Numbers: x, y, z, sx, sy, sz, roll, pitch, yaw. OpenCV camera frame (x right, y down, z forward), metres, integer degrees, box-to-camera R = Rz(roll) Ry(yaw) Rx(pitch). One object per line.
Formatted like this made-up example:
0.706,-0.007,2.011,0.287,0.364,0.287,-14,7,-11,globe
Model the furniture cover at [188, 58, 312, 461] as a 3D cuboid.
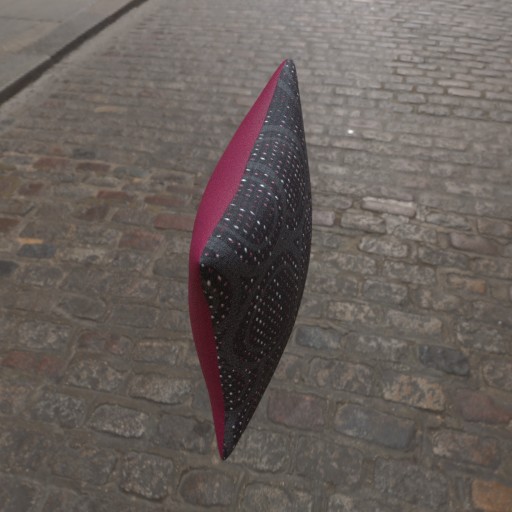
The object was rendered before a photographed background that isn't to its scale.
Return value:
0.000,0.000,0.810,0.193,0.509,0.552,9,45,9,furniture cover
